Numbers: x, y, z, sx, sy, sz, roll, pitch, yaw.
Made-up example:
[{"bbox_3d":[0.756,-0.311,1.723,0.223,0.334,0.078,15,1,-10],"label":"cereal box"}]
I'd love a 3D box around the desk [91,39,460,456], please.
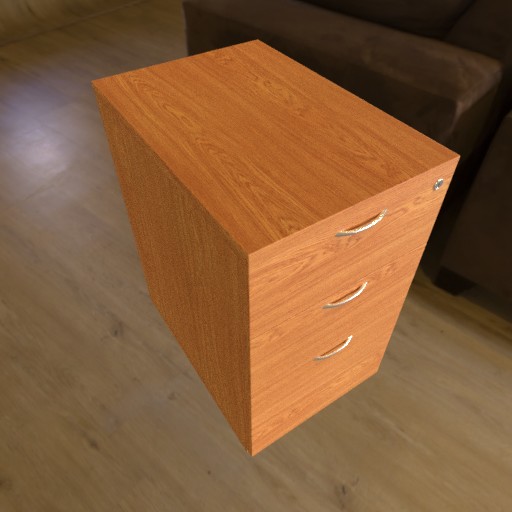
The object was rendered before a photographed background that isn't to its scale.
[{"bbox_3d":[0.000,0.000,1.062,0.404,0.730,0.600,-25,51,-22],"label":"desk"}]
